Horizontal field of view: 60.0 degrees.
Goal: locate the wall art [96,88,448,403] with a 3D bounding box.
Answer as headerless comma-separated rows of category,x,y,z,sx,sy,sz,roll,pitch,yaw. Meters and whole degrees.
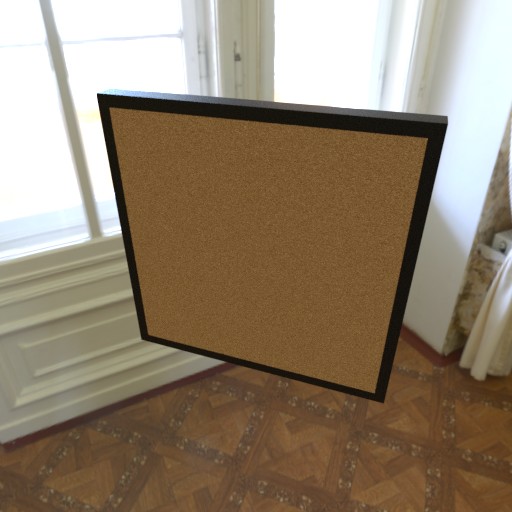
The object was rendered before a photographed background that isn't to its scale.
wall art,0.000,0.000,0.760,0.508,0.508,0.038,11,34,16
